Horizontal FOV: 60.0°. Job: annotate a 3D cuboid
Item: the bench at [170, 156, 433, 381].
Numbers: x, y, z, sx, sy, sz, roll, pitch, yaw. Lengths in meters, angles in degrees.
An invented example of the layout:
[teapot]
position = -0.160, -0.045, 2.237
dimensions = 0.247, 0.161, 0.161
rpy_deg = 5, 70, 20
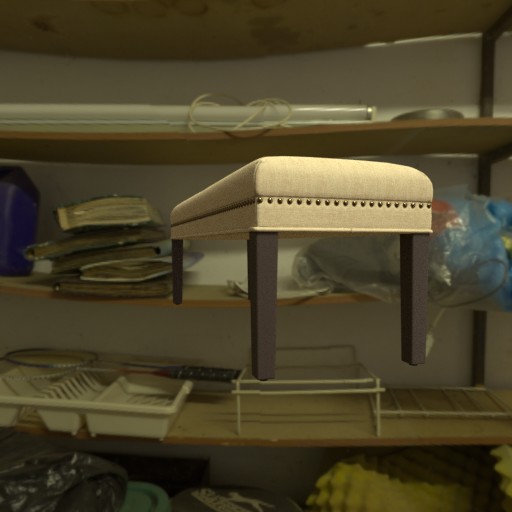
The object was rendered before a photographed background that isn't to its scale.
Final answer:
[bench]
position = 0.000, 0.000, 1.473
dimensions = 0.410, 0.457, 1.219
rpy_deg = 0, 2, -18
